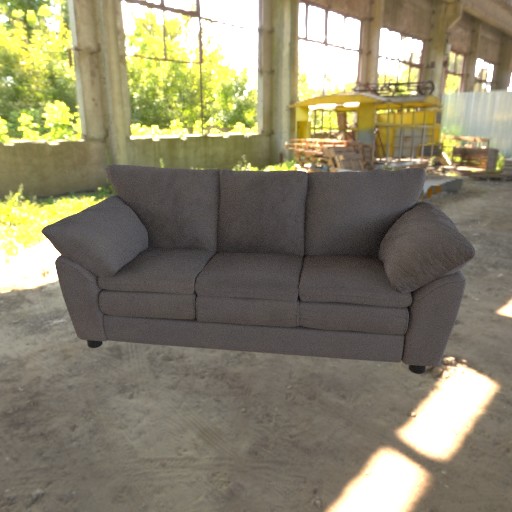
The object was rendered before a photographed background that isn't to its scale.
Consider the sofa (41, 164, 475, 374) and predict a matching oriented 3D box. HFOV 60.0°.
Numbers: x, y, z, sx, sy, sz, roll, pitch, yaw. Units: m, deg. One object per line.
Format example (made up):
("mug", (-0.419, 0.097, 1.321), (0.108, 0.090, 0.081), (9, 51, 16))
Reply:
("sofa", (0.000, 0.000, 2.779), (2.336, 1.073, 0.878), (2, 16, 9))
